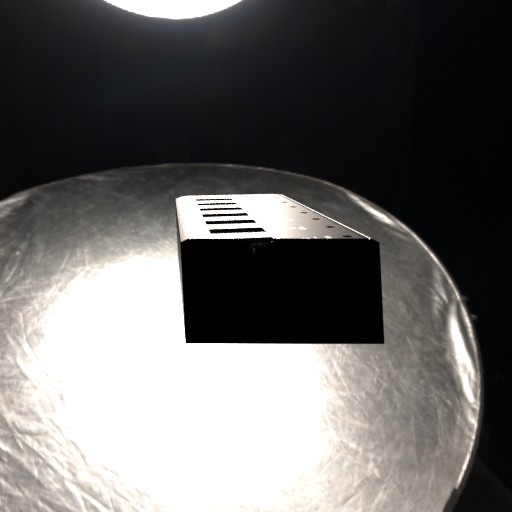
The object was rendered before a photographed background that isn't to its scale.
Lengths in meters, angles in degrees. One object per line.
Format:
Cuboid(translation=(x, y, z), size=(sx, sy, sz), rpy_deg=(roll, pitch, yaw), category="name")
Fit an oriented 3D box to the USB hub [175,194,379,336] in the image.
Cuboid(translation=(0.000, 0.000, 0.130), size=(0.044, 0.023, 0.110), rpy_deg=(-3, 15, -10), category="USB hub")
